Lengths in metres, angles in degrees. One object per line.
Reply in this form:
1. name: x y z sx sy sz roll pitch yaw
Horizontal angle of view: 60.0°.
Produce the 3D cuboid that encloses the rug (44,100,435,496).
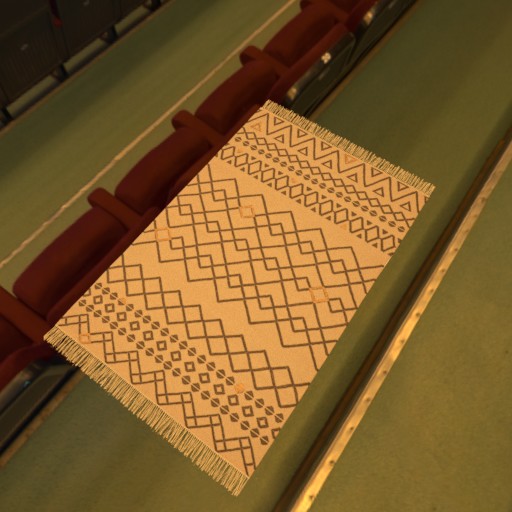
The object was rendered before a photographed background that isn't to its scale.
1. rug: 0.000 0.000 2.442 1.224 0.028 2.023 32 68 15
